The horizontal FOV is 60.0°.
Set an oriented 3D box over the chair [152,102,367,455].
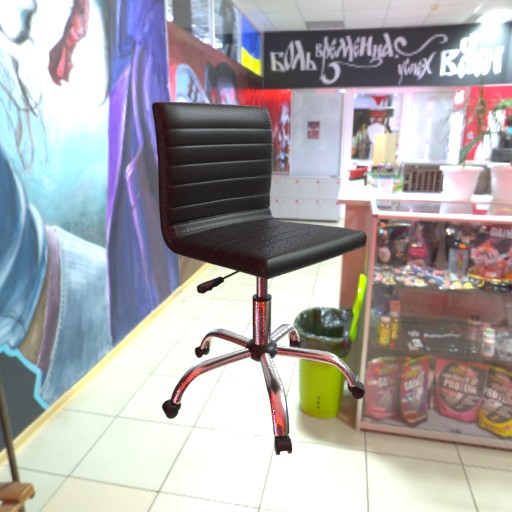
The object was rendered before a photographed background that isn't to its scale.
[{"bbox_3d":[0.000,0.000,1.181,0.530,0.780,0.556,15,22,42],"label":"chair"}]
